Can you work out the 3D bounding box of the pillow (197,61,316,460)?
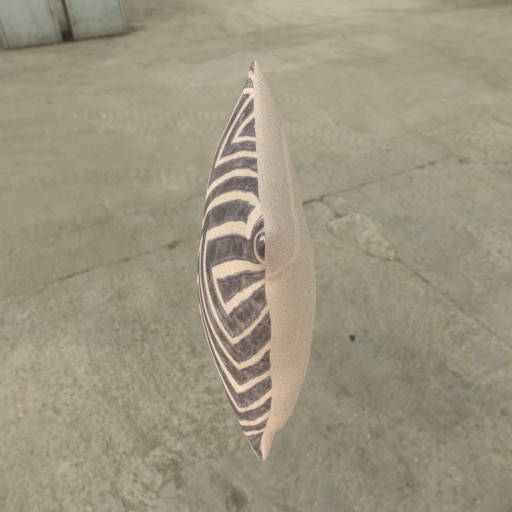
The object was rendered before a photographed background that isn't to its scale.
[{"bbox_3d":[0.000,0.000,0.677,0.182,0.441,0.440,-1,42,-1],"label":"pillow"}]
